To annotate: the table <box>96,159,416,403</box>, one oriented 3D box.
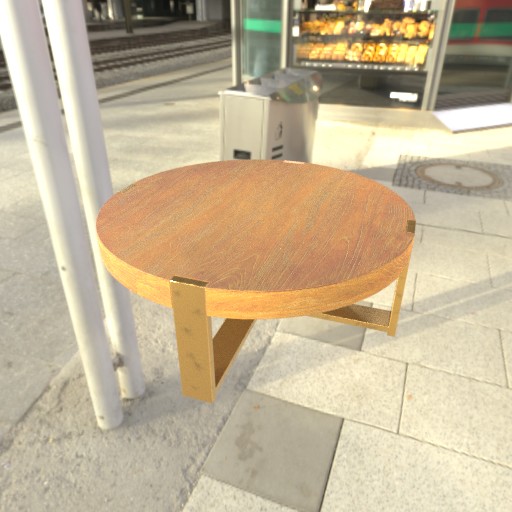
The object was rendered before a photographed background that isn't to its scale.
[{"bbox_3d":[0.000,0.000,1.703,1.100,0.420,1.100,0,29,0],"label":"table"}]
